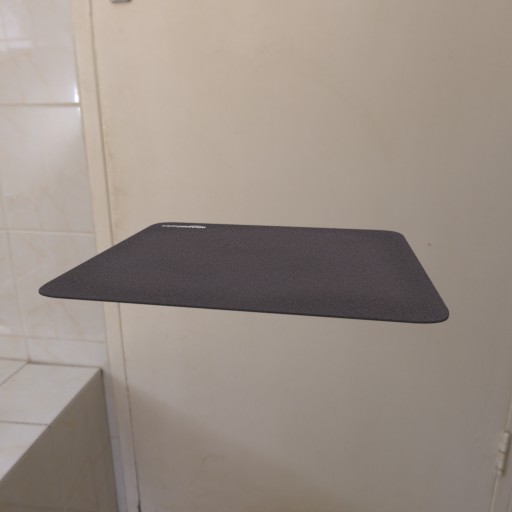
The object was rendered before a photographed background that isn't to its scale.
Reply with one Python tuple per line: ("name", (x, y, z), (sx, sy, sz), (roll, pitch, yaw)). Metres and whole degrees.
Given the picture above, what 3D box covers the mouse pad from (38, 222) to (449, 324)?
("mouse pad", (0.000, 0.000, 0.443), (0.315, 0.002, 0.269), (3, 17, 9))
